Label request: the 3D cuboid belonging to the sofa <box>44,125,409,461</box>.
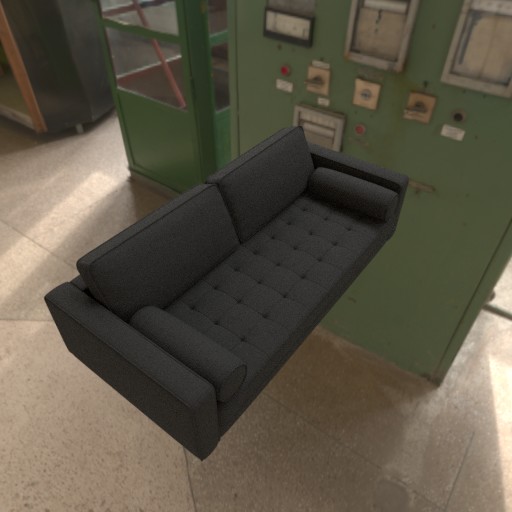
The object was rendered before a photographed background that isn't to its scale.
[{"bbox_3d":[0.000,0.000,2.384,0.914,0.759,1.875,27,49,27],"label":"sofa"}]
